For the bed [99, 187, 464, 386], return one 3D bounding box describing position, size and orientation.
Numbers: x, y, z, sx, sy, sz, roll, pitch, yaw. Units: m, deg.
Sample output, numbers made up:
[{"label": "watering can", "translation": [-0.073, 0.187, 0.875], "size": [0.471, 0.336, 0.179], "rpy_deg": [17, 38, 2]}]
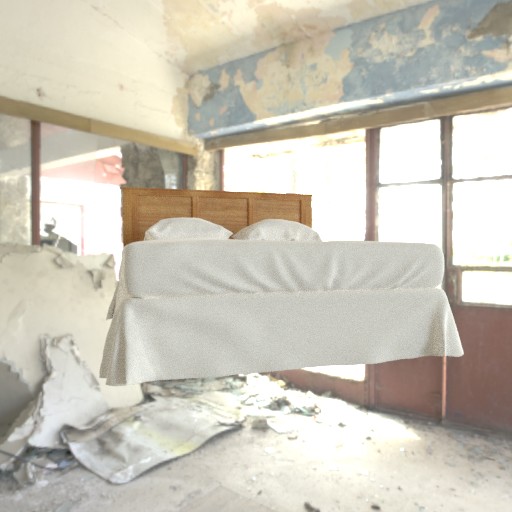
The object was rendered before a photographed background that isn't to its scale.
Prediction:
[{"label": "bed", "translation": [0.000, 0.000, 3.494], "size": [2.317, 1.270, 2.215], "rpy_deg": [0, 1, -17]}]
